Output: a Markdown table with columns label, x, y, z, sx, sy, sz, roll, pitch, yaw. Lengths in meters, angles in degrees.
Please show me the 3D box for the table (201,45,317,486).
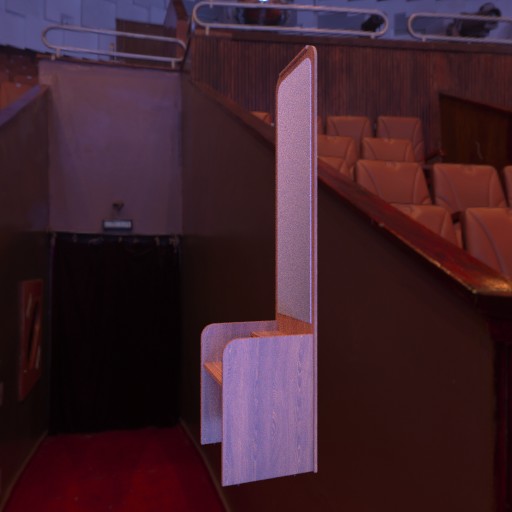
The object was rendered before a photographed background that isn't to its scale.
| label | x | y | z | sx | sy | sz | roll | pitch | yaw |
| --- | --- | --- | --- | --- | --- | --- | --- | --- | --- |
| table | 0.000 | 0.000 | 2.015 | 0.420 | 1.830 | 0.450 | 0 | 0 | -19 |
